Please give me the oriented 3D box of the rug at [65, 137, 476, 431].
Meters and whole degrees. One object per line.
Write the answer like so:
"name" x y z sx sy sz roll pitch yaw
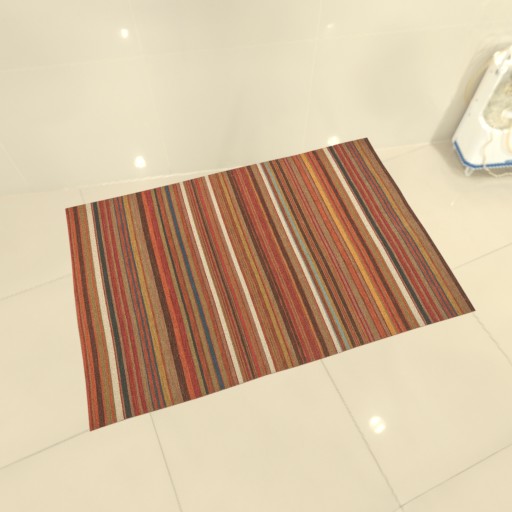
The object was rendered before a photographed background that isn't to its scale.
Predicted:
"rug" 0.000 0.000 2.282 1.828 0.007 1.217 -15 60 -9
